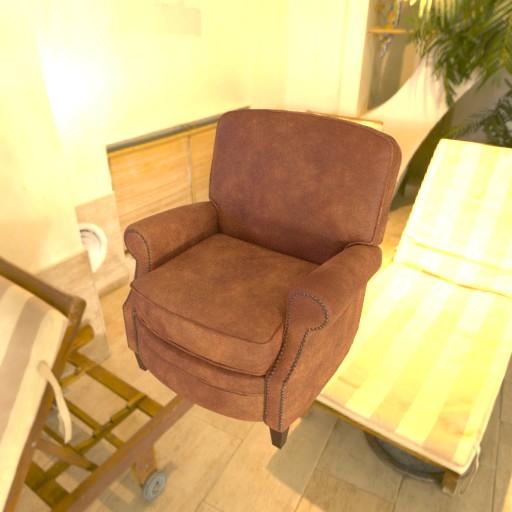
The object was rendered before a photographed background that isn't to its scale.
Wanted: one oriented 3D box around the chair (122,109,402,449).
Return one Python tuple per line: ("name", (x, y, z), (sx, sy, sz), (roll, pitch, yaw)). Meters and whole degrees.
("chair", (0.000, 0.000, 1.792), (0.936, 1.018, 0.986), (19, 35, 29))
